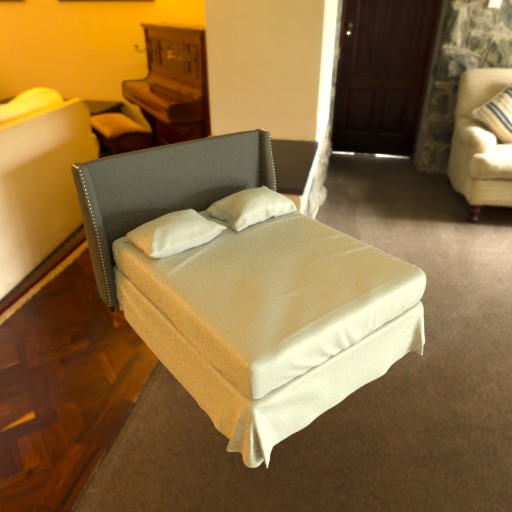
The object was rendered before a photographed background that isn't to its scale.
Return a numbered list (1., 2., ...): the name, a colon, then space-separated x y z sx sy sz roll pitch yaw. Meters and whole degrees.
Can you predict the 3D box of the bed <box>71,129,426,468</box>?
1. bed: 0.000 0.000 3.489 1.925 1.332 2.276 -21 35 -33
